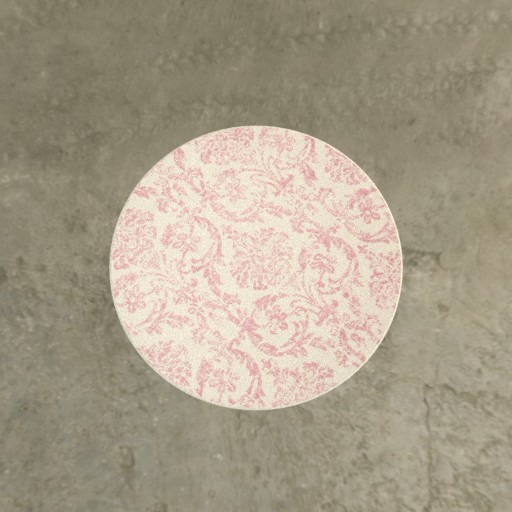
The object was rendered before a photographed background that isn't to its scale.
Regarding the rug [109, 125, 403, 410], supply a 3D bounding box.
[{"bbox_3d":[0.000,0.000,2.414,1.593,0.012,1.593,0,75,0],"label":"rug"}]
